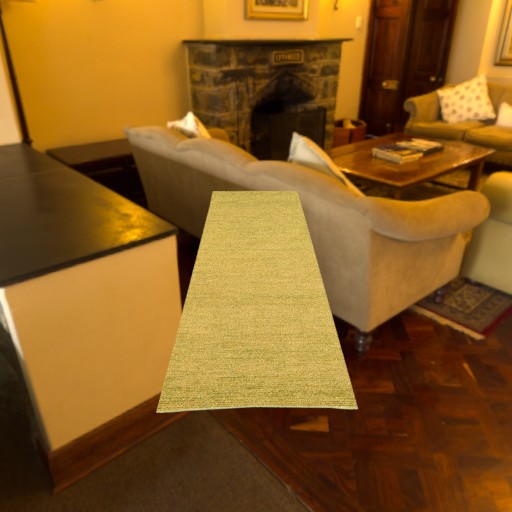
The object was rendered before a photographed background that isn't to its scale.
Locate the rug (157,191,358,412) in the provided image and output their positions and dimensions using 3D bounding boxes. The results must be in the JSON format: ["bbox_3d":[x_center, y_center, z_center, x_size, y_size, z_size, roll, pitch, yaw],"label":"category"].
[{"bbox_3d":[0.000,0.000,2.541,0.686,0.013,2.340,0,27,0],"label":"rug"}]
